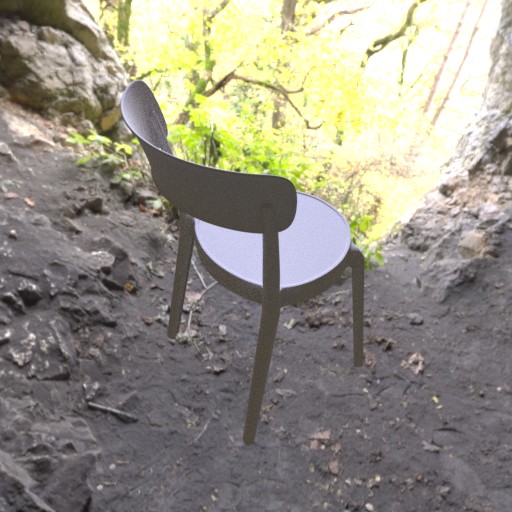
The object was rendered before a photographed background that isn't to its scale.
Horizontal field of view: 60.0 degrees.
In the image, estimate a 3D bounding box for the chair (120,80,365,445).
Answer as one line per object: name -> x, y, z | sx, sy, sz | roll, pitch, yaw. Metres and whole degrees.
chair -> 0.000, 0.000, 1.109 | 0.491, 0.790, 0.506 | -25, 47, -26
